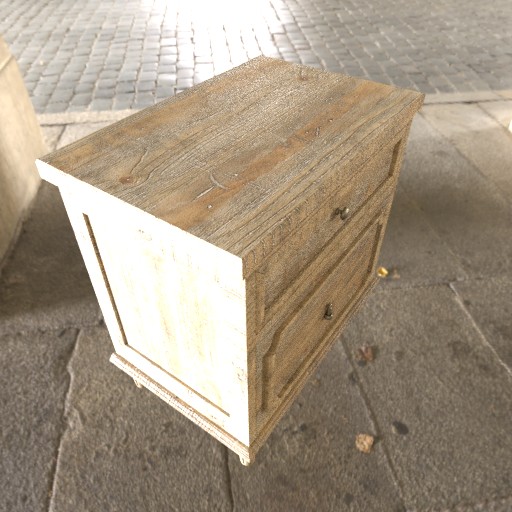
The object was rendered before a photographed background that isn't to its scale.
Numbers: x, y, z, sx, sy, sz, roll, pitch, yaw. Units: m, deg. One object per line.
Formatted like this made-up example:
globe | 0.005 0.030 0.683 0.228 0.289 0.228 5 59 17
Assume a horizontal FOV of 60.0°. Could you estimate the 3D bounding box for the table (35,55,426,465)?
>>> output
table | 0.000 0.000 1.111 0.457 0.711 0.686 25 48 26
